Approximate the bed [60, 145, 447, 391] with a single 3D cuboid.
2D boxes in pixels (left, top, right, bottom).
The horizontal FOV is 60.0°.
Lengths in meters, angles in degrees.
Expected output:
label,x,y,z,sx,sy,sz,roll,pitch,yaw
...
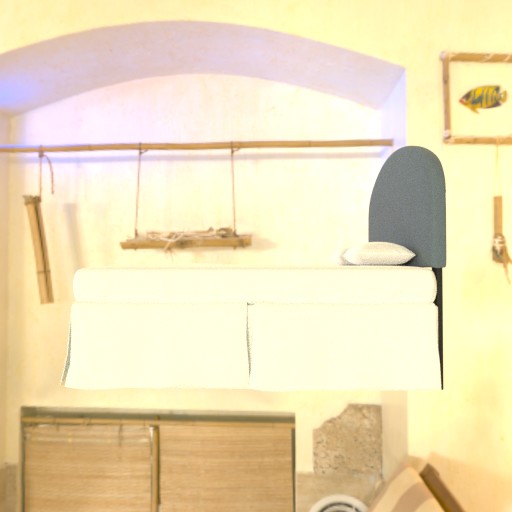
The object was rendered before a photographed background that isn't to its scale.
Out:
label,x,y,z,sx,sy,sz,roll,pitch,yaw
bed,0.000,0.000,3.048,2.005,1.410,1.607,0,-1,2
